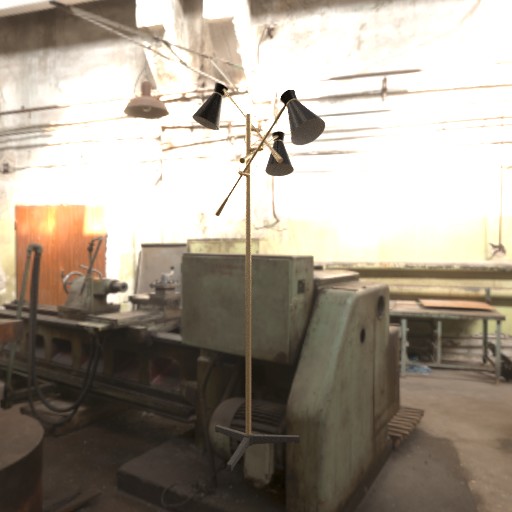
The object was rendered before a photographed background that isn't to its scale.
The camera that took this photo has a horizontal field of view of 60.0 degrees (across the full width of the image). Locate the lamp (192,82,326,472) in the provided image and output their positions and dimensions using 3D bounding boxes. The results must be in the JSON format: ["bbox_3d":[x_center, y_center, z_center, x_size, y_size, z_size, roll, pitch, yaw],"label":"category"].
[{"bbox_3d":[0.000,0.000,2.157,0.750,1.804,0.653,0,0,18],"label":"lamp"}]
